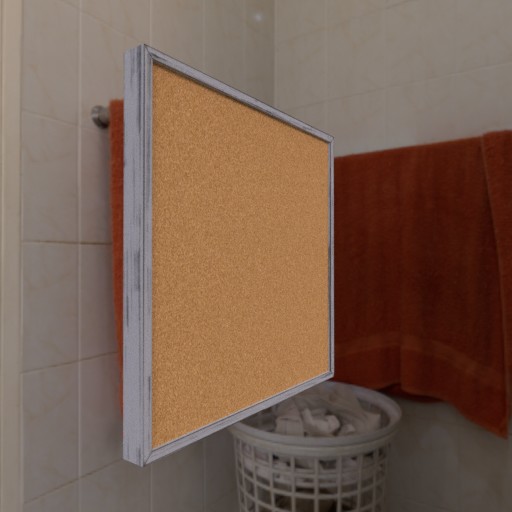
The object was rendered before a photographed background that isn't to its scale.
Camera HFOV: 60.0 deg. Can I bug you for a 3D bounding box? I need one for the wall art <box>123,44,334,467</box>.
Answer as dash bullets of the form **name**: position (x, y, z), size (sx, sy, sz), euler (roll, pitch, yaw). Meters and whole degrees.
- **wall art**: position (0.000, 0.000, 0.743), size (0.038, 0.506, 0.506), euler (0, 0, 36)
